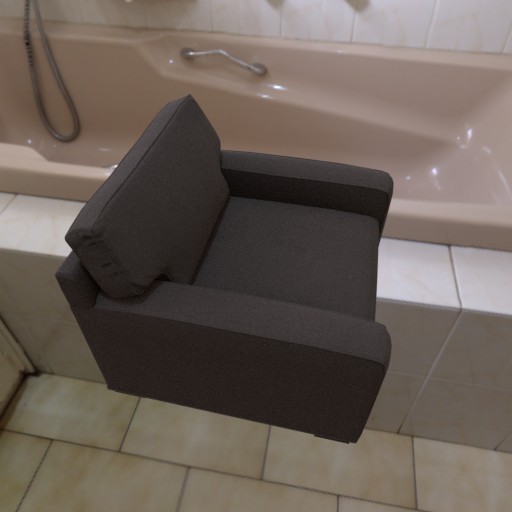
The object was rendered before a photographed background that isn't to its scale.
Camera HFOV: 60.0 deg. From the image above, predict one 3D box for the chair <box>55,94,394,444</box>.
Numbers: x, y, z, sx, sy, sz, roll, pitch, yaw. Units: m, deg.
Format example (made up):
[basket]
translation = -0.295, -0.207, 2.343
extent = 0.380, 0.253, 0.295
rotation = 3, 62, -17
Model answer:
[chair]
translation = 0.000, 0.000, 1.800
extent = 1.043, 0.913, 0.997
rotation = 9, 46, 9
